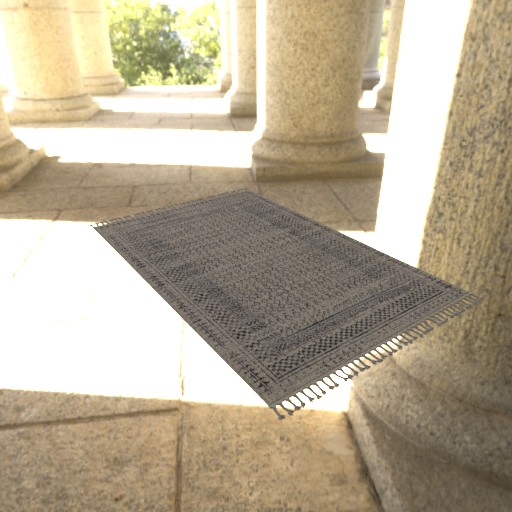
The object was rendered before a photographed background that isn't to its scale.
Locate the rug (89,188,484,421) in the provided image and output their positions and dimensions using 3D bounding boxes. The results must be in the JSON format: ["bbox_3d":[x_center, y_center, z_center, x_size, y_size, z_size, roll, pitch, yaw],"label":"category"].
[{"bbox_3d":[0.000,0.000,3.084,1.548,0.013,2.486,-19,33,-31],"label":"rug"}]
